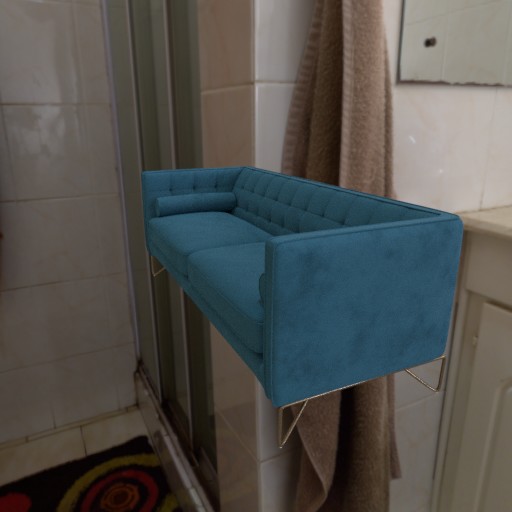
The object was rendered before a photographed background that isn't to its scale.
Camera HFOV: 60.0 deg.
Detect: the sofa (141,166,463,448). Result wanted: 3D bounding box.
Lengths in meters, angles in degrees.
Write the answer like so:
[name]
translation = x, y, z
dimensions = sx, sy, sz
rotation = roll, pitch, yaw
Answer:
[sofa]
translation = 0.000, 0.000, 2.524
dimensions = 0.867, 0.789, 2.087
rotation = -8, 19, -24
